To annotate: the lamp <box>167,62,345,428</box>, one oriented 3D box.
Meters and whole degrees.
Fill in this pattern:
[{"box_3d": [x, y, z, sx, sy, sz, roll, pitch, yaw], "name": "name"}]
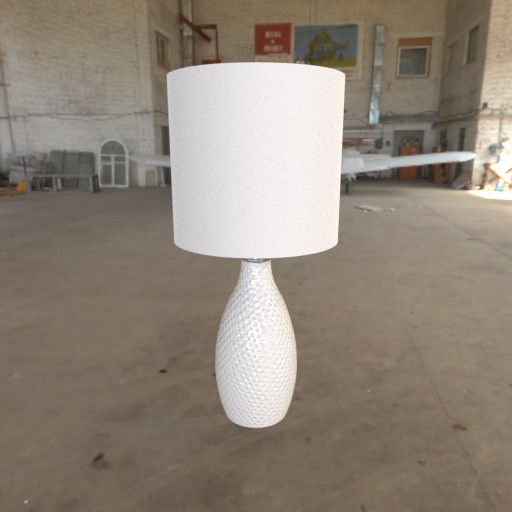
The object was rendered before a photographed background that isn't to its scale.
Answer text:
[{"box_3d": [0.000, 0.000, 0.597, 0.214, 0.466, 0.214, 7, 16, 26], "name": "lamp"}]
